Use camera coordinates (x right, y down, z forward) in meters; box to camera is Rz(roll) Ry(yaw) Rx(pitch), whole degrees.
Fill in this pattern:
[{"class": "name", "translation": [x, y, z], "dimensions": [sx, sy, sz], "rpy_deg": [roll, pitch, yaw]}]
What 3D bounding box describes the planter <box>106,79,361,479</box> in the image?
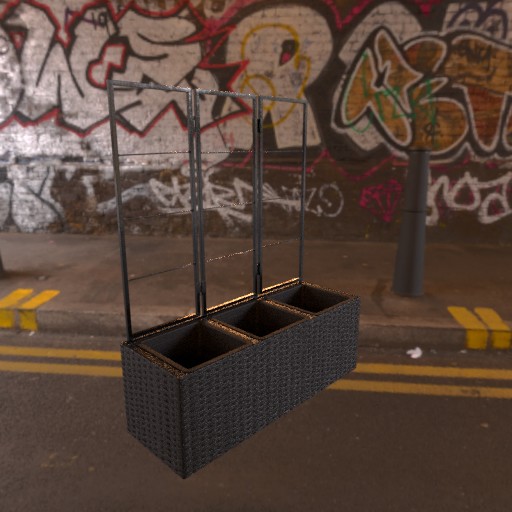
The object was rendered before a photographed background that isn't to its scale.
[{"class": "planter", "translation": [0.000, 0.000, 1.184], "dimensions": [0.244, 0.841, 0.698], "rpy_deg": [14, 20, 43]}]
